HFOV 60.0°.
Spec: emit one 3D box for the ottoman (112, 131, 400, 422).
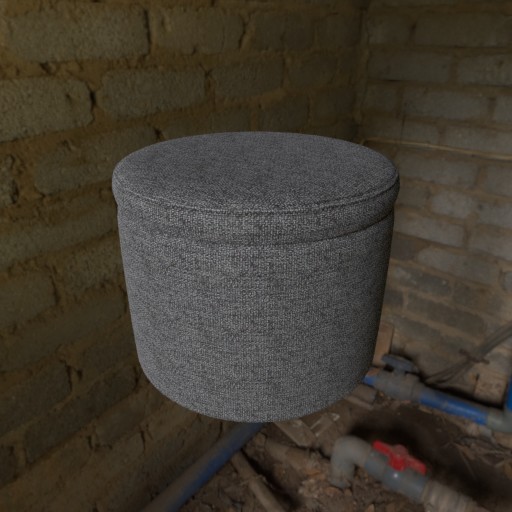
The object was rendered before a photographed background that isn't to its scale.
[{"bbox_3d":[0.000,0.000,0.907,0.520,0.430,0.520,0,27,0],"label":"ottoman"}]
